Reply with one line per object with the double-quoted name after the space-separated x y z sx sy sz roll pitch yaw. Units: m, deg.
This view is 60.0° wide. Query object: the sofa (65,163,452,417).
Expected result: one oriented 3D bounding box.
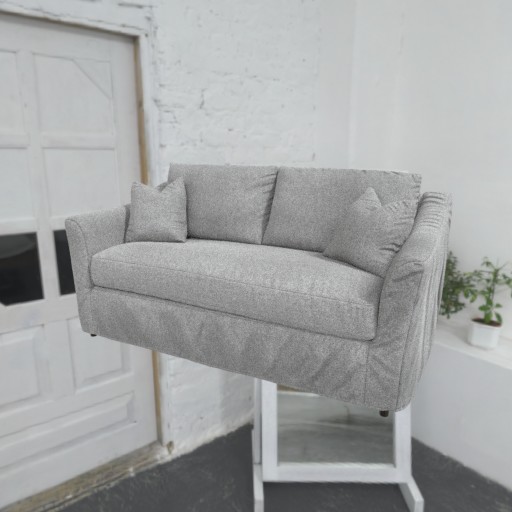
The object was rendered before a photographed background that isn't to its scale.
0.000 0.000 2.610 2.010 1.018 1.072 7 16 27 "sofa"
